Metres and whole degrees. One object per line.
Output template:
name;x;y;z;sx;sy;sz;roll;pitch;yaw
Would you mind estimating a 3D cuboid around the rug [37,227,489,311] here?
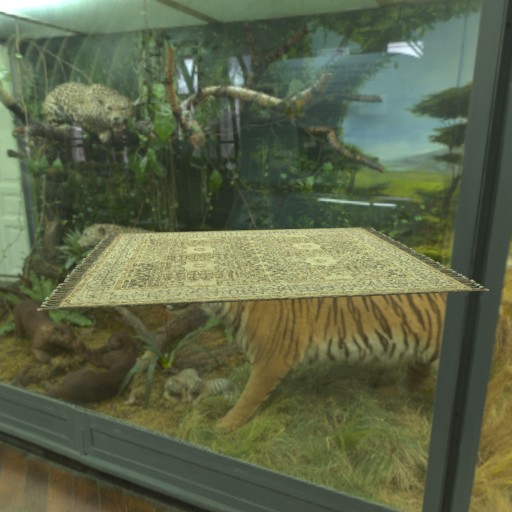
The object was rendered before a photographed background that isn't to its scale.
rug;0.000;0.000;4.319;3.291;0.017;2.431;-2;15;-7
